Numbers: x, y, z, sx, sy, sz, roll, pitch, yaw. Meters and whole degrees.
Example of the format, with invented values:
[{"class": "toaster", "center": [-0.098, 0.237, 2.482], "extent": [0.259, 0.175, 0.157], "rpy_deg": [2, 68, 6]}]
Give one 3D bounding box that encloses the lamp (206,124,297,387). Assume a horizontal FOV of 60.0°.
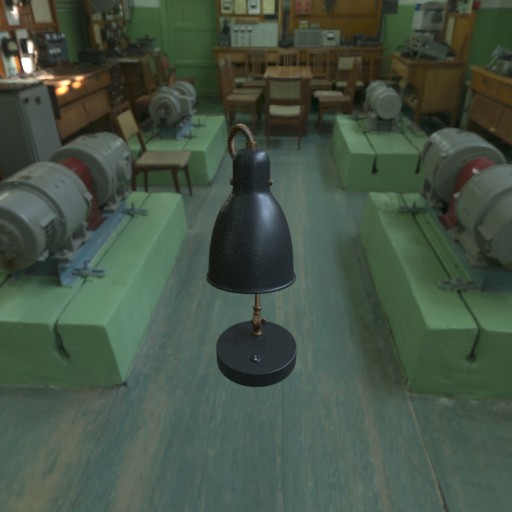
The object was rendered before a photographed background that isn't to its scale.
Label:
[{"class": "lamp", "center": [0.000, 0.000, 0.875], "extent": [0.187, 0.587, 0.561], "rpy_deg": [1, 30, 2]}]
